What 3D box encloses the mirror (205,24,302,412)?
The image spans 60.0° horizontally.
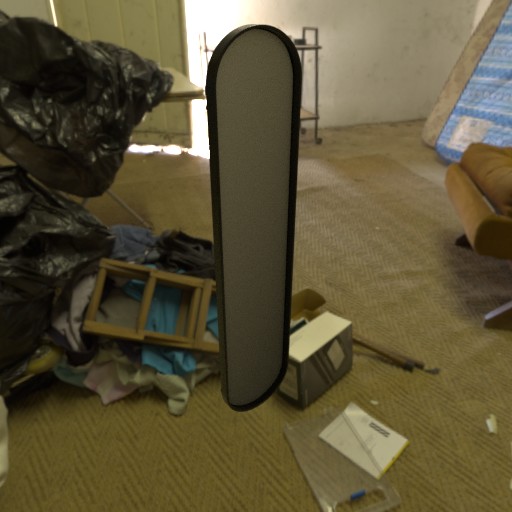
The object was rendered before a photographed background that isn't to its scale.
[{"bbox_3d":[0.000,0.000,1.068,0.222,0.991,0.032,-21,35,-33],"label":"mirror"}]
